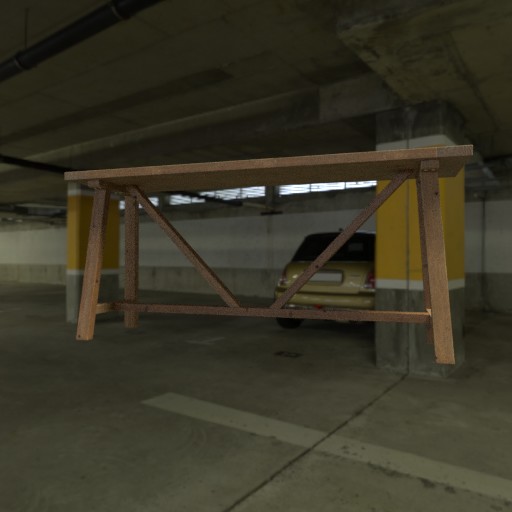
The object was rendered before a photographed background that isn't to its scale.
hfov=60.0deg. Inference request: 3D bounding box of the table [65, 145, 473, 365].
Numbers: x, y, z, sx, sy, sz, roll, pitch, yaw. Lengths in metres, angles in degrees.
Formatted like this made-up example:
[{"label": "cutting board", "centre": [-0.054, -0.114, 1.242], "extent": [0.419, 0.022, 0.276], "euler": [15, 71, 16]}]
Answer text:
[{"label": "table", "centre": [0.000, 0.000, 2.106], "extent": [1.800, 0.810, 0.465], "euler": [0, 0, 17]}]
